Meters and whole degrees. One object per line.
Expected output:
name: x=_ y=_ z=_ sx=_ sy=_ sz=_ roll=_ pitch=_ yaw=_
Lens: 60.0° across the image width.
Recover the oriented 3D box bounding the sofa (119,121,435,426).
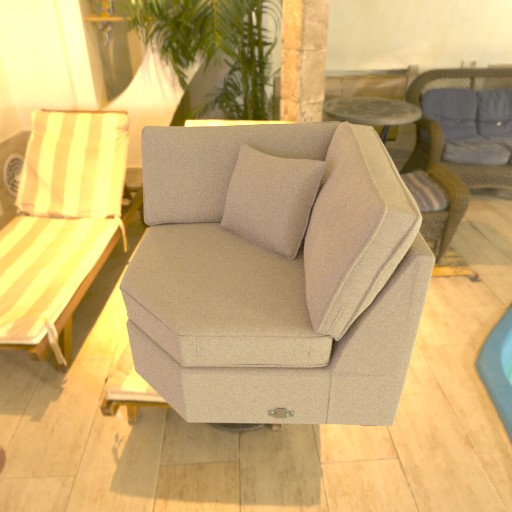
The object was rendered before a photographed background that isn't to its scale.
sofa: x=0.000 y=0.000 z=1.830 sx=1.050 sy=0.937 sz=1.042 roll=1 pitch=31 yaw=2
